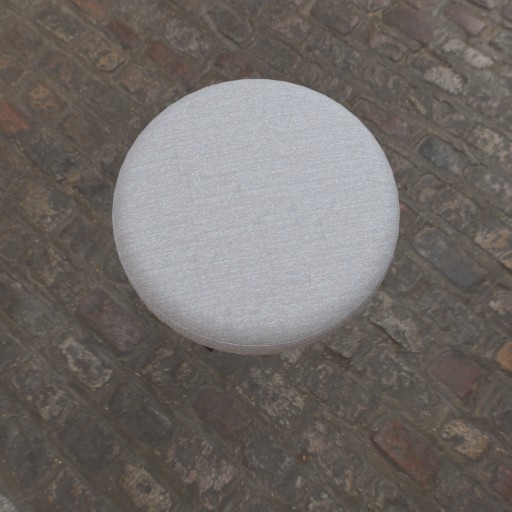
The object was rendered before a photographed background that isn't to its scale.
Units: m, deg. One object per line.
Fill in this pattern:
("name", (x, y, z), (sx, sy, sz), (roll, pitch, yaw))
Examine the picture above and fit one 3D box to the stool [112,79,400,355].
("stool", (0.000, 0.000, 0.952), (0.443, 0.672, 0.443), (0, 74, 0))
